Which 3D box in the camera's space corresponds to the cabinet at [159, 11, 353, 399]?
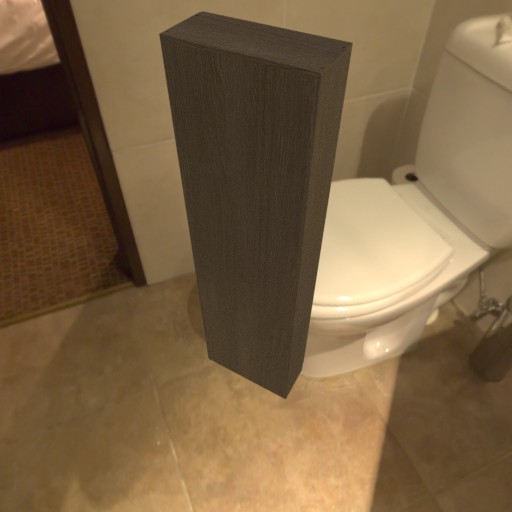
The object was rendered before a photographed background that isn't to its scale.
[{"bbox_3d":[0.000,0.000,1.892,0.500,1.790,0.230,23,51,20],"label":"cabinet"}]
